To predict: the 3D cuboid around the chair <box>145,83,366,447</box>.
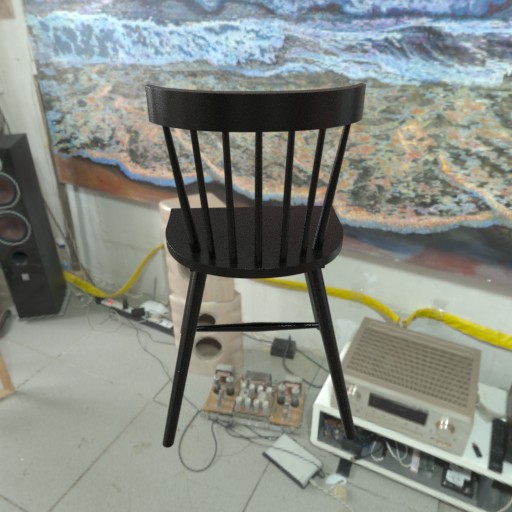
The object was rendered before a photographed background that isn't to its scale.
[{"bbox_3d":[0.000,0.000,1.151,0.506,0.844,0.483,-1,29,-2],"label":"chair"}]
